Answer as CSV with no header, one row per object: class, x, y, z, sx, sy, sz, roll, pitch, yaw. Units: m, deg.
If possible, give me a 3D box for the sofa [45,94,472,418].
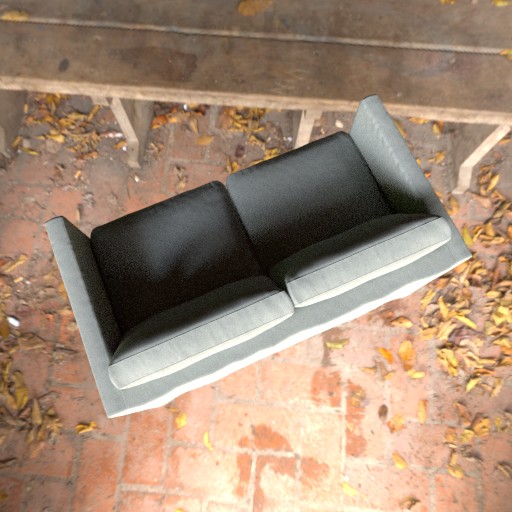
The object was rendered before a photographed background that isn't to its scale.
sofa,0.000,0.000,2.247,1.727,0.830,0.944,-23,75,-6
